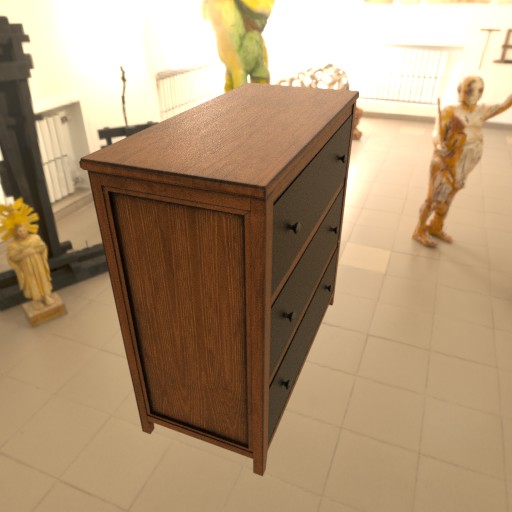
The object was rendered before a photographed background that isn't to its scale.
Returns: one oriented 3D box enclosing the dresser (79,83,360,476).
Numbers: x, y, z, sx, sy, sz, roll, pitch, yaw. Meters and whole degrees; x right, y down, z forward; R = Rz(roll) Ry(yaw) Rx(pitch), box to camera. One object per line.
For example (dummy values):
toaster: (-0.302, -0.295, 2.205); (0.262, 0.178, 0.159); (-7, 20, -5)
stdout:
dresser: (0.000, 0.000, 1.981); (0.591, 1.224, 1.250); (12, 33, 18)
